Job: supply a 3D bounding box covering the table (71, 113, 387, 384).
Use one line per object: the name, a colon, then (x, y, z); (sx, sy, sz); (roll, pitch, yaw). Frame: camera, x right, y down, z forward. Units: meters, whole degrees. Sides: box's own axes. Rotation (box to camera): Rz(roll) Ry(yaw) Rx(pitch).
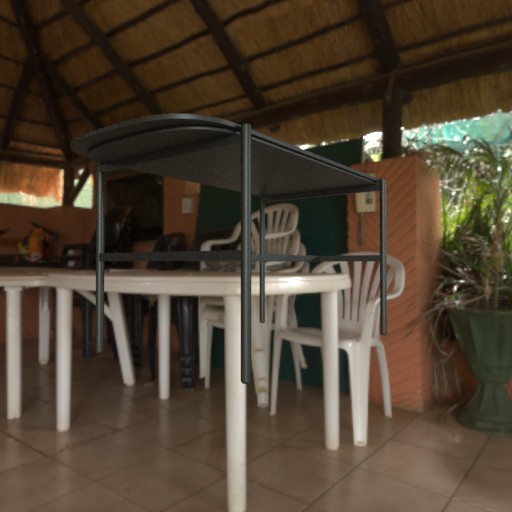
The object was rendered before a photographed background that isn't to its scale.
table: (0.000, 0.000, 1.020); (0.400, 0.400, 0.800); (-1, -1, 37)
